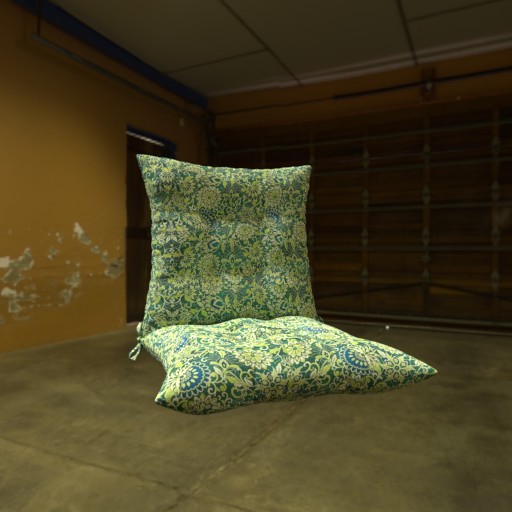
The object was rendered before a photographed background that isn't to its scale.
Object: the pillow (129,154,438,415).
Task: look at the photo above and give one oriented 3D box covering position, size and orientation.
[{"bbox_3d":[0.000,0.000,1.000,0.541,0.536,0.585,0,0,-18],"label":"pillow"}]
